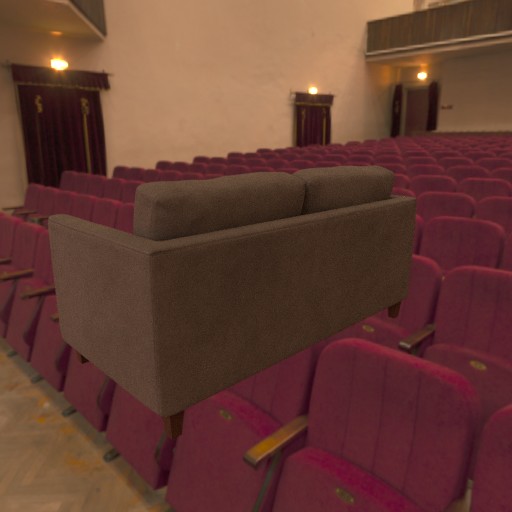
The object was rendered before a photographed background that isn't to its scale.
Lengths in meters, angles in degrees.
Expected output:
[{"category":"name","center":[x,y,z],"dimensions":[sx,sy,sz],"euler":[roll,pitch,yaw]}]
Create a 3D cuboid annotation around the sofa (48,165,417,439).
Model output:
[{"category":"sofa","center":[0.000,0.000,2.452],"dimensions":[1.884,0.963,0.950],"euler":[-14,21,-42]}]
